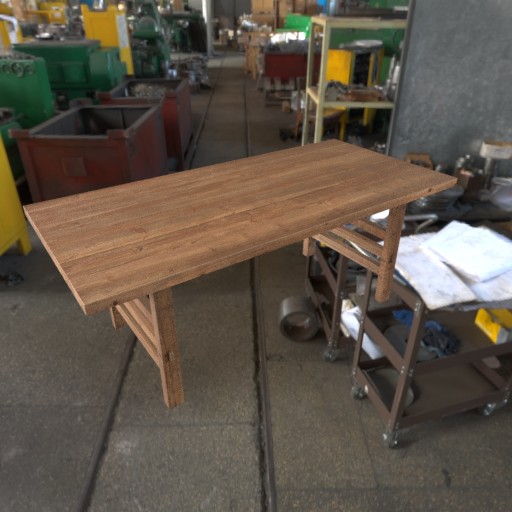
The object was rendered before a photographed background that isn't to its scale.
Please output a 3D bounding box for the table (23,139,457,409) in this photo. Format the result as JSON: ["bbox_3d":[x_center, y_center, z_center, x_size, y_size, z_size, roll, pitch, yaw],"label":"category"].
[{"bbox_3d":[0.000,0.000,2.430,2.003,0.760,0.952,-19,35,-30],"label":"table"}]
